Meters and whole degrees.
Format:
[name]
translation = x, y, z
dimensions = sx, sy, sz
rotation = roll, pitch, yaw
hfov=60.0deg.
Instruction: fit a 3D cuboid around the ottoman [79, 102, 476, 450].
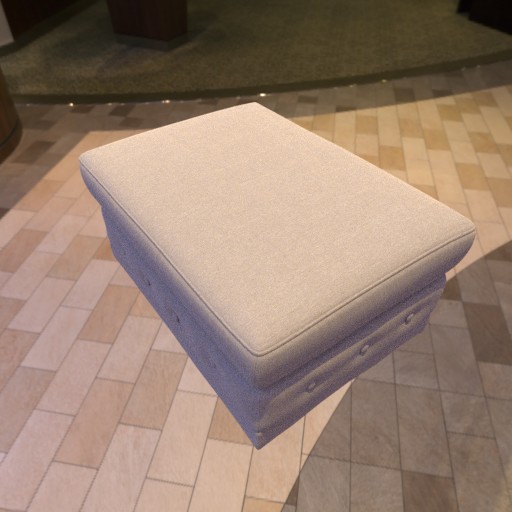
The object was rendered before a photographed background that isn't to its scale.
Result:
[ottoman]
translation = 0.000, 0.000, 1.130
dimensions = 0.569, 0.500, 0.771
rotation = -26, 48, -26
